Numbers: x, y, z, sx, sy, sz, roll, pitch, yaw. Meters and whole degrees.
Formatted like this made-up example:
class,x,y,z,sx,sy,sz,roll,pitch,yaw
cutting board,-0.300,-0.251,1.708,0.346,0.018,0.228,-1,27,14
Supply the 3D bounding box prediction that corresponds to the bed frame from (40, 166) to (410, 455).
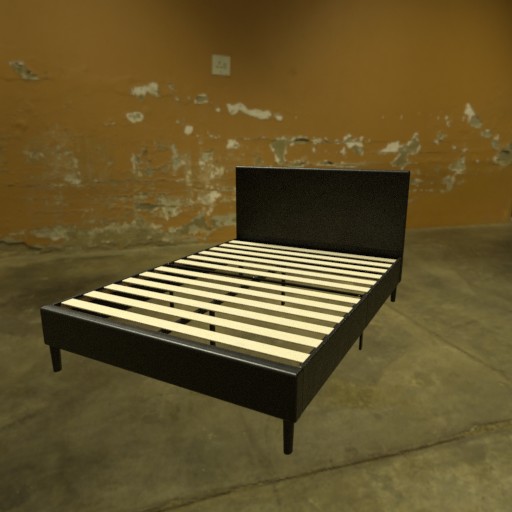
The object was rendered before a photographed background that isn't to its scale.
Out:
class,x,y,z,sx,sy,sz,roll,pitch,yaw
bed frame,0.000,0.000,3.165,1.634,1.127,2.318,8,16,27
